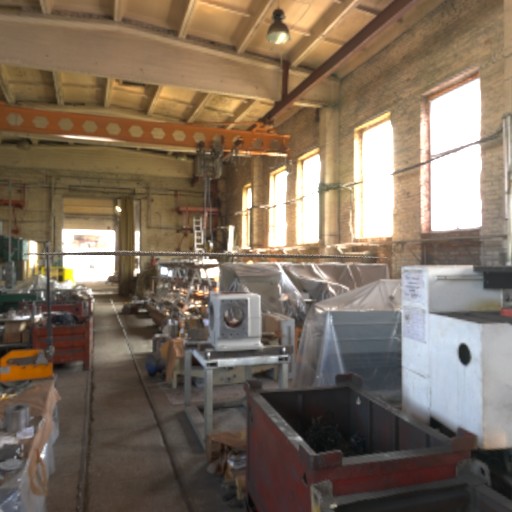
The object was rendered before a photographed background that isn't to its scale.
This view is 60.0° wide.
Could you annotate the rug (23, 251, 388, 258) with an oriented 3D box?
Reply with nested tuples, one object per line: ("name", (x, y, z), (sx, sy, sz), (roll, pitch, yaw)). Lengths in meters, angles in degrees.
("rug", (0.000, 0.000, 2.570), (0.697, 0.013, 2.335), (-1, -1, 37))
